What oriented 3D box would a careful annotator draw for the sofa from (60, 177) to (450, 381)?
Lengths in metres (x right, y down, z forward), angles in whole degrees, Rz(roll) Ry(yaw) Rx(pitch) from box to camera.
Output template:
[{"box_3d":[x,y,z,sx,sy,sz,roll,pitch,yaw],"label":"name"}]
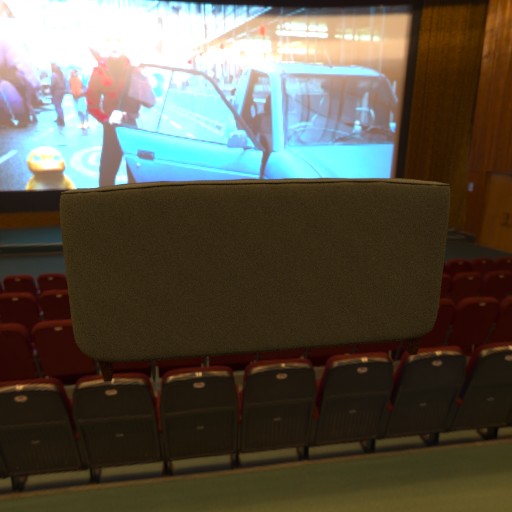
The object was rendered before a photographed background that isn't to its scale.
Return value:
[{"box_3d":[0.000,0.000,2.257,1.733,0.855,0.941,-3,16,-9],"label":"sofa"}]
